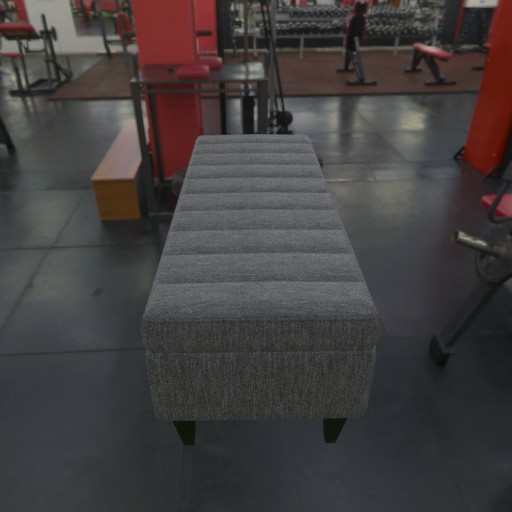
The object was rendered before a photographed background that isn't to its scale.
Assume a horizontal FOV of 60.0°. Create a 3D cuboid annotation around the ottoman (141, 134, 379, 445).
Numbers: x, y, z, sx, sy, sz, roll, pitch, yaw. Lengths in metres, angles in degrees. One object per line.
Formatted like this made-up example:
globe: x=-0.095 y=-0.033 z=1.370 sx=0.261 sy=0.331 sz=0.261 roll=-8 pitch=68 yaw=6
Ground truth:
ottoman: x=0.000 y=0.000 z=1.441 sx=0.482 sy=0.469 sz=1.151 roll=-1 pitch=32 yaw=-1
